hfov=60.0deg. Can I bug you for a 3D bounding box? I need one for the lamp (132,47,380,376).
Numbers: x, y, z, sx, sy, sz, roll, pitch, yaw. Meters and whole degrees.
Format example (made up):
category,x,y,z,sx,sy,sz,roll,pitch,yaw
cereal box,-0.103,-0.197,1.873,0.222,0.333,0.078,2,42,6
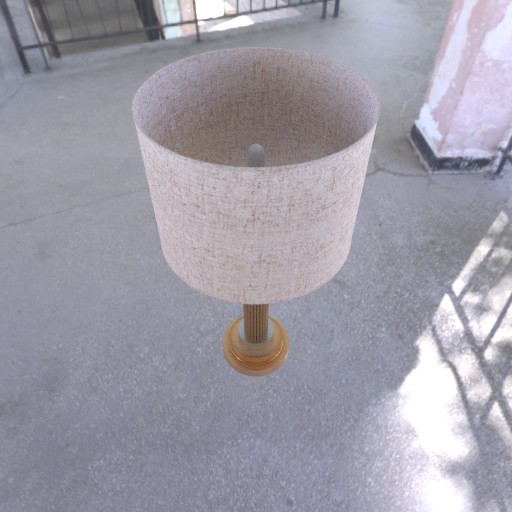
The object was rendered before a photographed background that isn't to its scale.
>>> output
category,x,y,z,sx,sy,sz,roll,pitch,yaw
lamp,0.000,0.000,0.804,0.321,0.610,0.321,-4,47,-3
